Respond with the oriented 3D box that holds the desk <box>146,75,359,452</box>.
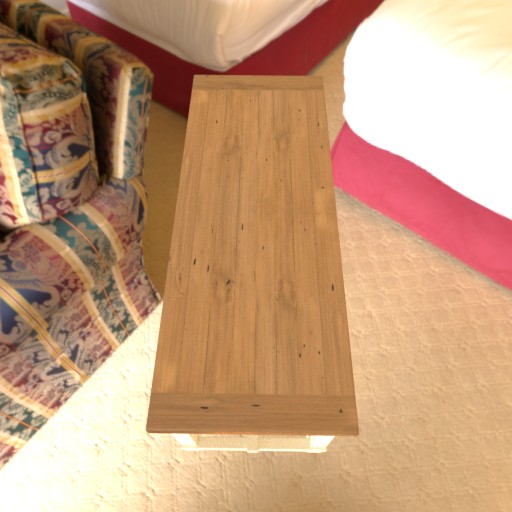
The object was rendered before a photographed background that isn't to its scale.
[{"bbox_3d":[0.000,0.000,2.226,0.688,0.762,1.803,1,58,0],"label":"desk"}]
